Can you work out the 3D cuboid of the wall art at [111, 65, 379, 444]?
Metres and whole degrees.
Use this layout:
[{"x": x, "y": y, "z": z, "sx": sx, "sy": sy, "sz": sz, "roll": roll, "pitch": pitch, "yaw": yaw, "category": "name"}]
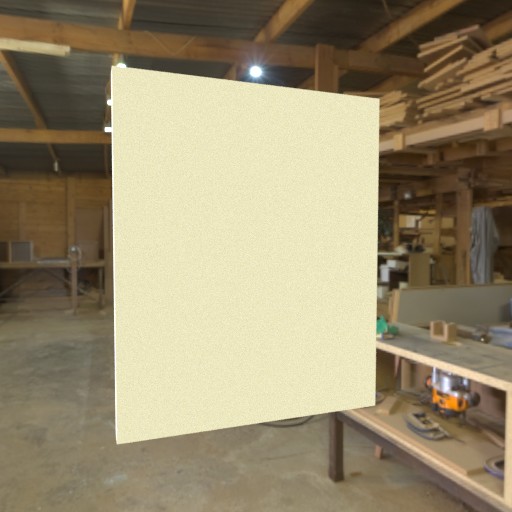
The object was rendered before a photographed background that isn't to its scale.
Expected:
[{"x": 0.000, "y": 0.000, "z": 0.739, "sx": 0.451, "sy": 0.553, "sz": 0.039, "roll": -1, "pitch": 3, "yaw": -20, "category": "wall art"}]
